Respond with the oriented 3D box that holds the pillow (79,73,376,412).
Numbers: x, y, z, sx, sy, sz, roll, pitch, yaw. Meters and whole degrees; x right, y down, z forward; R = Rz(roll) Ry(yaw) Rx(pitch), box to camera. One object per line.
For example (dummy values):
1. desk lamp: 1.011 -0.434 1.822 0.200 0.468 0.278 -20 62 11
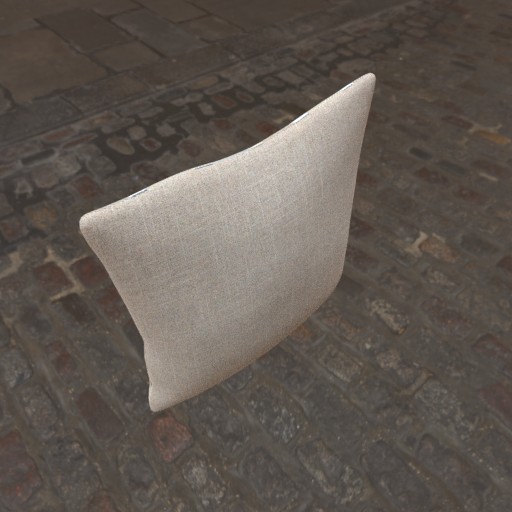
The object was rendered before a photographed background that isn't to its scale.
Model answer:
1. pillow: 0.000 0.000 0.858 0.578 0.558 0.192 -32 55 -27
